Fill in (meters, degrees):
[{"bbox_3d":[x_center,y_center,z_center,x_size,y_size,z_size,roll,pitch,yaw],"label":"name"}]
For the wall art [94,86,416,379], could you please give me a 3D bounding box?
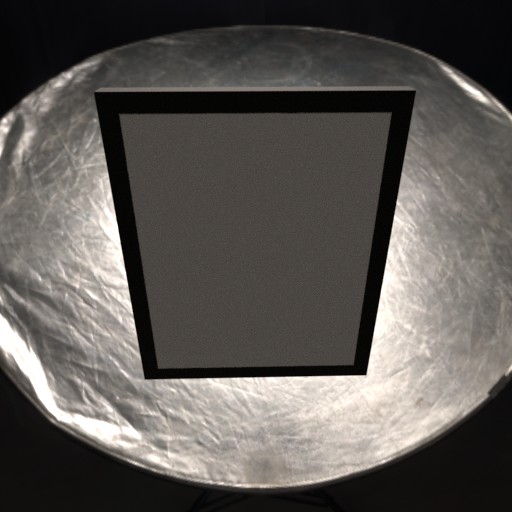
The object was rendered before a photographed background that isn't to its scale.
[{"bbox_3d":[0.000,0.000,0.564,0.329,0.404,0.024,-1,30,-1],"label":"wall art"}]
